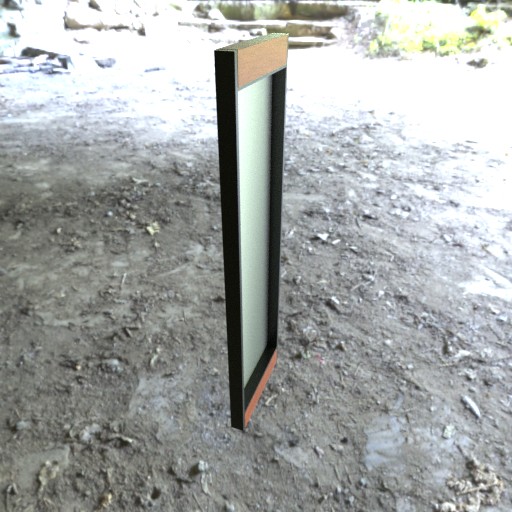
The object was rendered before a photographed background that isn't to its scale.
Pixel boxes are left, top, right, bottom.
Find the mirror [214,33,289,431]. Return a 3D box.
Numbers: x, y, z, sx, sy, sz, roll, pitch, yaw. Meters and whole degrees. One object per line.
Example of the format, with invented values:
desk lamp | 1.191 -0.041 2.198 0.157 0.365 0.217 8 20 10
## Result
mirror | 0.000 0.000 1.277 0.047 1.123 0.343 11 34 18
